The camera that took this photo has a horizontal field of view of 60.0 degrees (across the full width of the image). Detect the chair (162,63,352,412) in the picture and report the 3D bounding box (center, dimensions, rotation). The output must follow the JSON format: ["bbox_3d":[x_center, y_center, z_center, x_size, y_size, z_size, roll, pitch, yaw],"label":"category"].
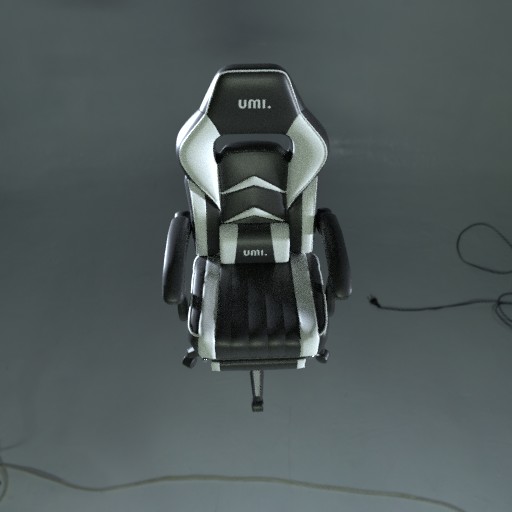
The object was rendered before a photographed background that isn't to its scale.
[{"bbox_3d":[0.000,0.000,1.685,0.676,1.200,0.700,-1,46,-1],"label":"chair"}]
